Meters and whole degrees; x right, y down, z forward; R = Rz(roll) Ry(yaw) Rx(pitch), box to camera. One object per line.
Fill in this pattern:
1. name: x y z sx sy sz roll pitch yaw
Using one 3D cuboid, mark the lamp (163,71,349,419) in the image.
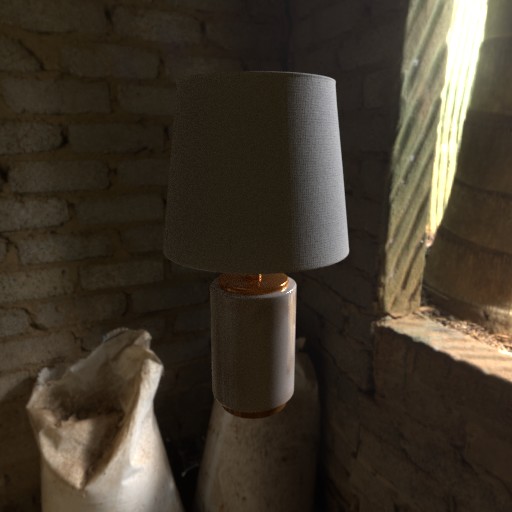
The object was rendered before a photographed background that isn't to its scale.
1. lamp: 0.000 0.000 0.464 0.189 0.340 0.189 0 15 0
